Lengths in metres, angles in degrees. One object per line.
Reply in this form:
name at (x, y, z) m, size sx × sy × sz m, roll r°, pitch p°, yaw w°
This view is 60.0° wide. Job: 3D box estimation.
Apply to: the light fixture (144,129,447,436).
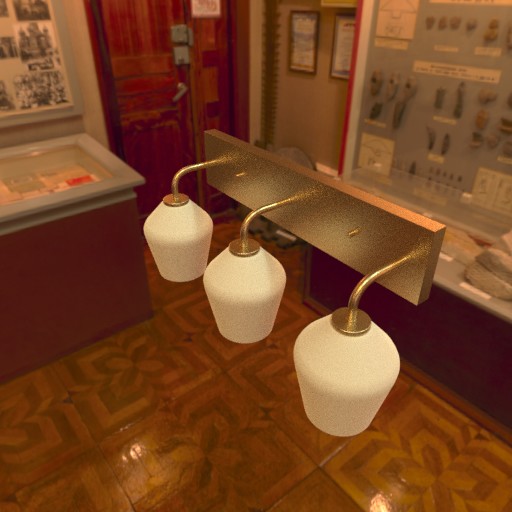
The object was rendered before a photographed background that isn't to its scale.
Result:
light fixture at (0.000, 0.000, 0.755) m, size 0.190 × 0.280 × 0.609 m, roll -22°, pitch 38°, yaw -31°
